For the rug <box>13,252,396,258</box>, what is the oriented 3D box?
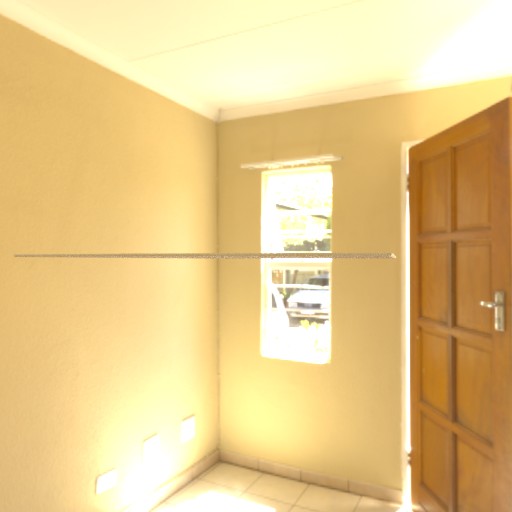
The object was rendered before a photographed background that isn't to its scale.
[{"bbox_3d":[0.000,0.000,3.844,2.311,0.032,2.921,0,-1,18],"label":"rug"}]
